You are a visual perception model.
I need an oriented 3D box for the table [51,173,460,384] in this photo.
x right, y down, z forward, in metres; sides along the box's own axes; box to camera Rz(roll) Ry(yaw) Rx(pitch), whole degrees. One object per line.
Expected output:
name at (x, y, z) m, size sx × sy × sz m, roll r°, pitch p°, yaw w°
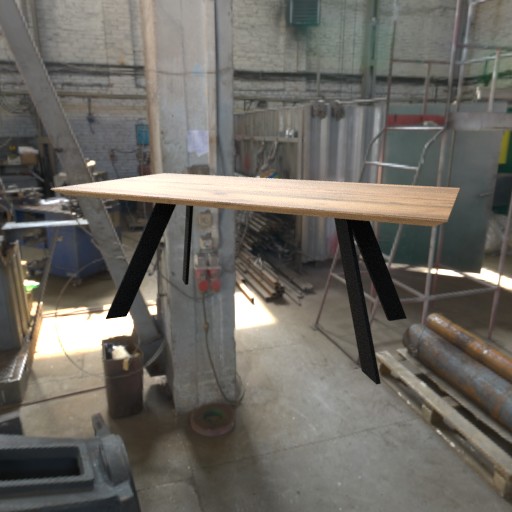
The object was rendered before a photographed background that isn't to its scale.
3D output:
table at (0.000, 0.000, 2.526) m, size 2.000 × 0.770 × 1.000 m, roll 8°, pitch 18°, yaw 25°
